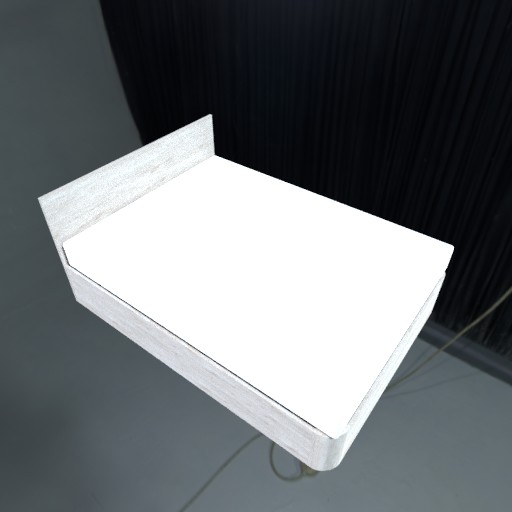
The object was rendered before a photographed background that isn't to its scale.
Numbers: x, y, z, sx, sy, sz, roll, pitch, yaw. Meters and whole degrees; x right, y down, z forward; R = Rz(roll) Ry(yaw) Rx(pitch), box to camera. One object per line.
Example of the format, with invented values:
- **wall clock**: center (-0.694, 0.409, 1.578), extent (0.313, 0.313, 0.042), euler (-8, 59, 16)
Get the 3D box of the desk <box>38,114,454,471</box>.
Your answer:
- **desk**: center (0.000, 0.000, 2.646), extent (1.900, 0.800, 1.400), euler (26, 47, 27)
